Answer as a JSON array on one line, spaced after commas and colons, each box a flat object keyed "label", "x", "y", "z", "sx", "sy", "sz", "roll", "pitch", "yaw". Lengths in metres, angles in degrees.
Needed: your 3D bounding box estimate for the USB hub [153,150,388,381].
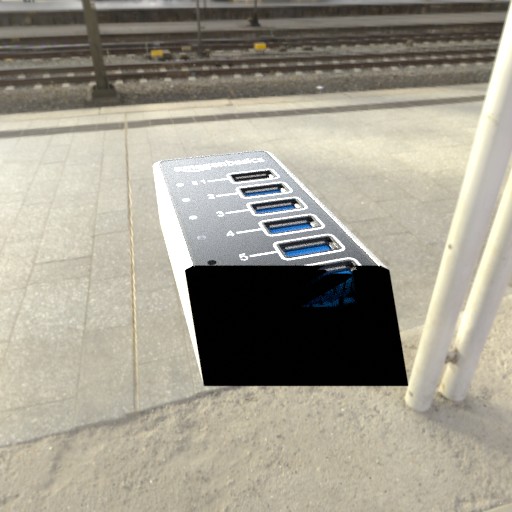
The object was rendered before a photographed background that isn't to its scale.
[{"label": "USB hub", "x": 0.000, "y": 0.000, "z": 0.125, "sx": 0.044, "sy": 0.023, "sz": 0.110, "roll": -9, "pitch": 33, "yaw": -14}]
